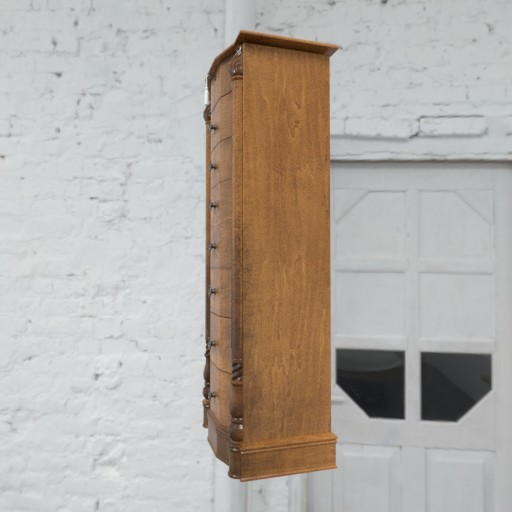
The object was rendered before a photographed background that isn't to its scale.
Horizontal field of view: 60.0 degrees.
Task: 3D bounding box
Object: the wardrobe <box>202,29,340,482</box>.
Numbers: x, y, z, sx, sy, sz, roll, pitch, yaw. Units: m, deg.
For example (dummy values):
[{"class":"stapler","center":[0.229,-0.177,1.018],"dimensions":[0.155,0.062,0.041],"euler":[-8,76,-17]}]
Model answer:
[{"class":"wardrobe","center":[0.000,0.000,1.151],"dimensions":[0.273,0.959,0.406],"euler":[0,-2,-17]}]
